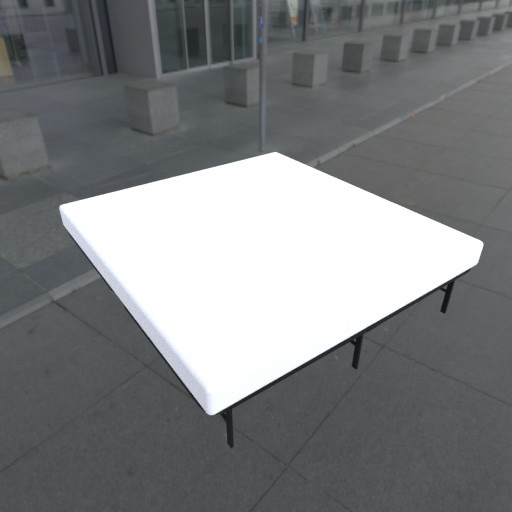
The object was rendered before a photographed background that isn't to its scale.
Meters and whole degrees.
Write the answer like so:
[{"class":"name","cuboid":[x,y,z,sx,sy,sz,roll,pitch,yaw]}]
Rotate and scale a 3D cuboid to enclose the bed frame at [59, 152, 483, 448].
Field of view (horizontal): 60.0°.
[{"class":"bed frame","cuboid":[0.000,0.000,3.007,1.935,0.525,2.033,-21,38,-30]}]
